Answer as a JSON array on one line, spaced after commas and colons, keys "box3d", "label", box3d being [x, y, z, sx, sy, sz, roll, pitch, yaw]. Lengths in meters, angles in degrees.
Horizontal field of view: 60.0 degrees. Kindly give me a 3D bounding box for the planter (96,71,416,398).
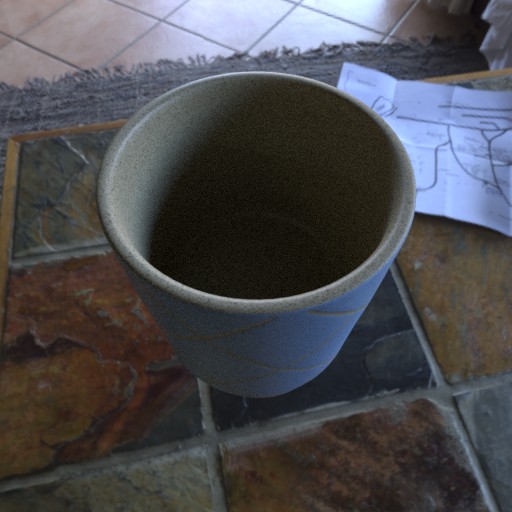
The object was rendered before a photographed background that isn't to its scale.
[{"box3d": [0.000, 0.000, 0.417, 0.227, 0.235, 0.227, 0, 58, 0], "label": "planter"}]
